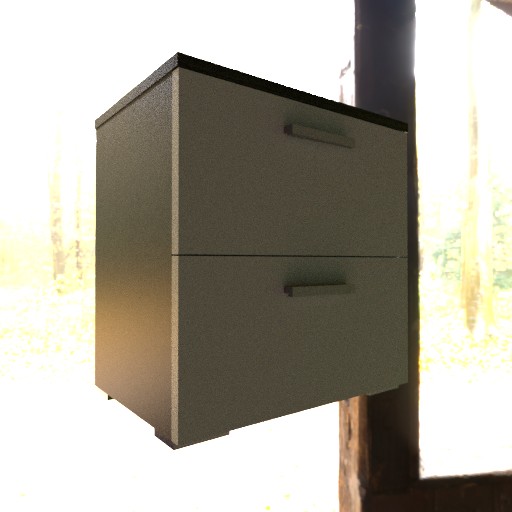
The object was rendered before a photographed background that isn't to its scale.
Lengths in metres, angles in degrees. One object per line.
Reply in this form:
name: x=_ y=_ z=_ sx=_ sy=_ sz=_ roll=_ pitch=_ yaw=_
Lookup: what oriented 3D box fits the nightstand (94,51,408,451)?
nightstand: x=0.000 y=0.000 z=0.751 sx=0.441 sy=0.460 sz=0.325 roll=1 pitch=-1 yaw=-37
